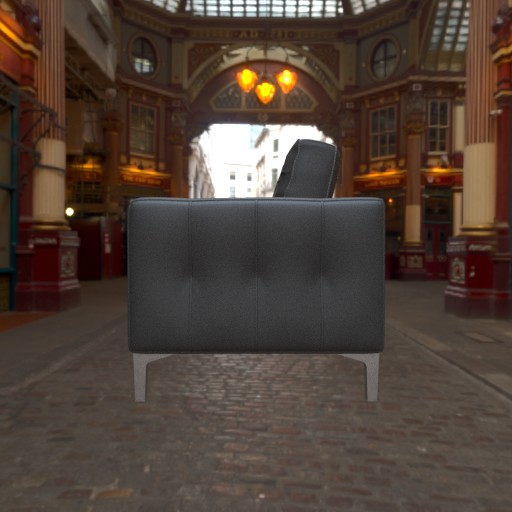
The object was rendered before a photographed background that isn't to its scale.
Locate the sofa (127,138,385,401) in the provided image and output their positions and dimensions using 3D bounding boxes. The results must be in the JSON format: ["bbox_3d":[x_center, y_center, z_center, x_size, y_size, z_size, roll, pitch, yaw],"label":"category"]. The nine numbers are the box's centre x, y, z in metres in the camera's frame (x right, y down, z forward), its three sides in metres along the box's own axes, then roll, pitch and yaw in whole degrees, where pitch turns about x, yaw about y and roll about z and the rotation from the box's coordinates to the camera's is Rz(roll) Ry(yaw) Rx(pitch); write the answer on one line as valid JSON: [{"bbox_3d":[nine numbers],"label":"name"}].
[{"bbox_3d":[0.000,0.000,2.224,0.833,0.893,1.726,0,1,0],"label":"sofa"}]
